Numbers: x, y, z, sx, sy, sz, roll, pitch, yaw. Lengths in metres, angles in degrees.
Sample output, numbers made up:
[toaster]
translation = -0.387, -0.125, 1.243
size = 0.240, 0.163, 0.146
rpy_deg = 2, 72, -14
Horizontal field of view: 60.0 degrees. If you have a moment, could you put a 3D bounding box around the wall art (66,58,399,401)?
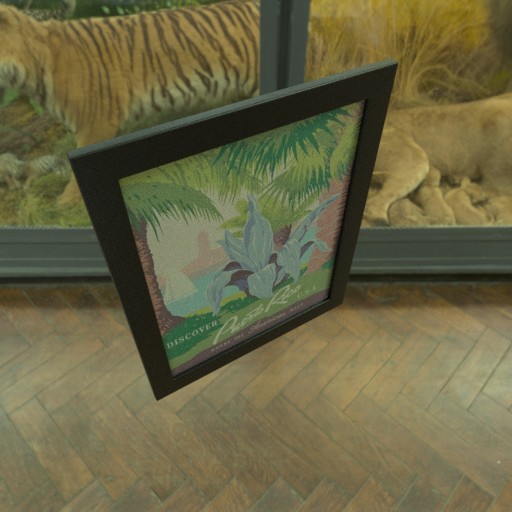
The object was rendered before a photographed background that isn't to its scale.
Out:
[wall art]
translation = 0.000, 0.000, 0.780
size = 0.481, 0.582, 0.018
rpy_deg = -24, 51, -21
